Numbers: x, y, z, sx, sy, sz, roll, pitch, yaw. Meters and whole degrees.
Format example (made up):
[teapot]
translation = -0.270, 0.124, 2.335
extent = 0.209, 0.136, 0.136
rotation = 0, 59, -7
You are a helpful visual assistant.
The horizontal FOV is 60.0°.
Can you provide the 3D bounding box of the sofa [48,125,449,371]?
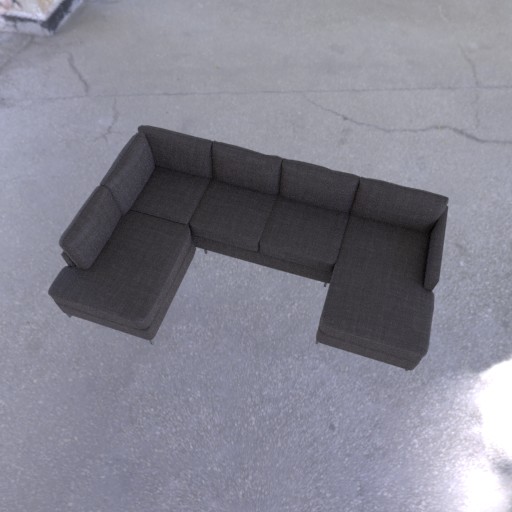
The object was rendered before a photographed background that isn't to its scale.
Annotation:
[sofa]
translation = 0.000, 0.000, 4.343
extent = 3.423, 0.999, 2.048
rotation = 16, 59, 10
